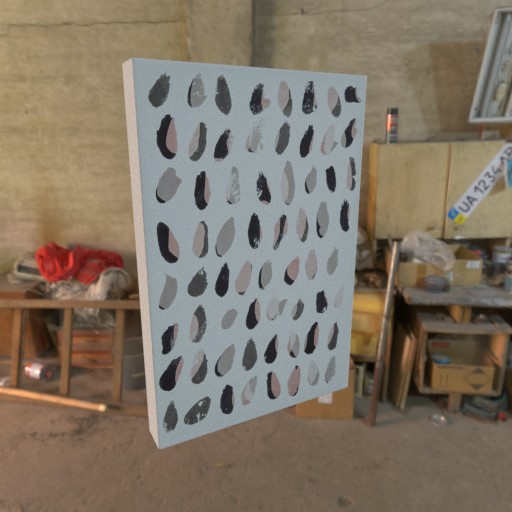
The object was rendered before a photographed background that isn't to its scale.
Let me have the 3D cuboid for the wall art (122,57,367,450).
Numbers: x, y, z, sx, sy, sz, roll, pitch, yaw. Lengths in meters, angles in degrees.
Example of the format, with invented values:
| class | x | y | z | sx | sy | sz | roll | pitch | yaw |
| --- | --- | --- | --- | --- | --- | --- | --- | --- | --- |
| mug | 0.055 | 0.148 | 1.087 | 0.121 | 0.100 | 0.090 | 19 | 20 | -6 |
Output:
| class | x | y | z | sx | sy | sz | roll | pitch | yaw |
| --- | --- | --- | --- | --- | --- | --- | --- | --- | --- |
| wall art | 0.000 | 0.000 | 0.489 | 0.252 | 0.381 | 0.039 | -8 | 17 | -27 |
